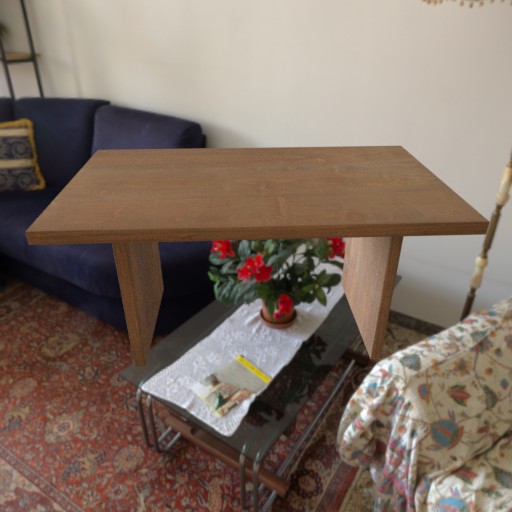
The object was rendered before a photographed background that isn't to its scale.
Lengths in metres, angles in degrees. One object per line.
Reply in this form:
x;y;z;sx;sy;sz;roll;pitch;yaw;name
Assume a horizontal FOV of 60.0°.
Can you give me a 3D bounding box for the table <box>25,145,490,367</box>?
0.000;0.000;2.135;1.609;0.780;0.946;-1;30;-2;table
